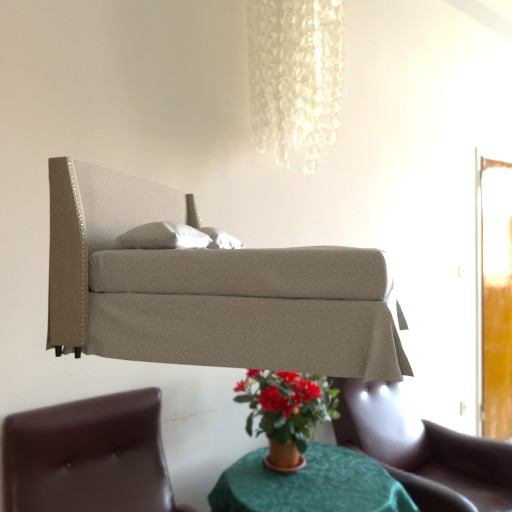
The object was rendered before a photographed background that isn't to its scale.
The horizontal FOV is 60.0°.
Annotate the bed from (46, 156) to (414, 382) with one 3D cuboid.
[{"bbox_3d":[0.000,0.000,3.444,2.276,1.332,1.925,0,0,18],"label":"bed"}]
